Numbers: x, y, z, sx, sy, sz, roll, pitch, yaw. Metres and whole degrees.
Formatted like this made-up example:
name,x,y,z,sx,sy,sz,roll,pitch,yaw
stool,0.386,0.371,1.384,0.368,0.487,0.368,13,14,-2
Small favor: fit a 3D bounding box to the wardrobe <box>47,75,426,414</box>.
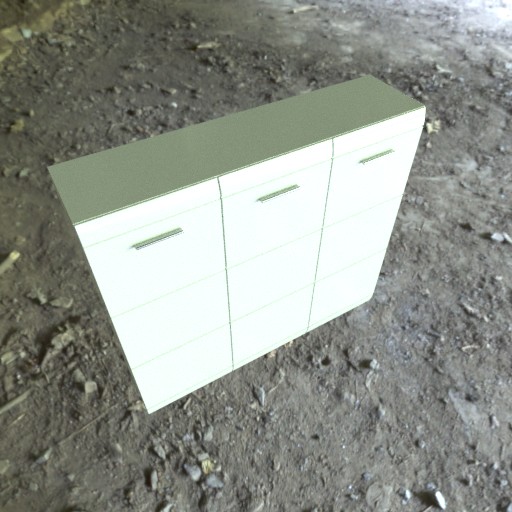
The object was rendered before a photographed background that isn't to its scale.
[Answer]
name,x,y,z,sx,sy,sz,roll,pitch,yaw
wardrobe,0.000,0.000,1.976,1.340,1.200,0.360,-23,50,-21
